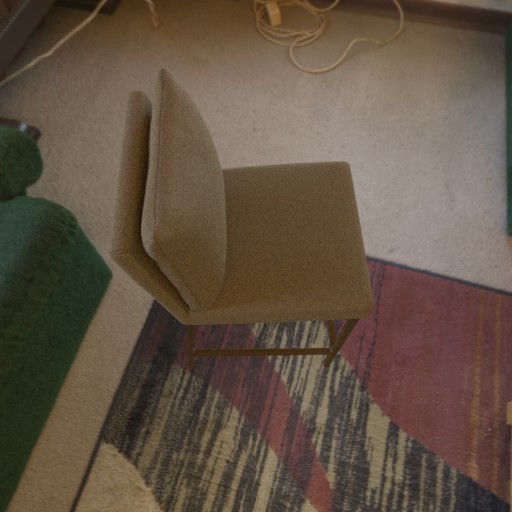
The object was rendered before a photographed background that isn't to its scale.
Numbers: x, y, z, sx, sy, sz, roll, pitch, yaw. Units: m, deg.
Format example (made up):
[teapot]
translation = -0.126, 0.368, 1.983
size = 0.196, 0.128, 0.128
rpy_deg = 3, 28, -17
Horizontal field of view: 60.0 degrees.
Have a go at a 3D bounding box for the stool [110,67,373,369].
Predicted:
[stool]
translation = 0.000, 0.000, 1.316
size = 0.569, 1.030, 0.463
rpy_deg = -2, 63, -1
